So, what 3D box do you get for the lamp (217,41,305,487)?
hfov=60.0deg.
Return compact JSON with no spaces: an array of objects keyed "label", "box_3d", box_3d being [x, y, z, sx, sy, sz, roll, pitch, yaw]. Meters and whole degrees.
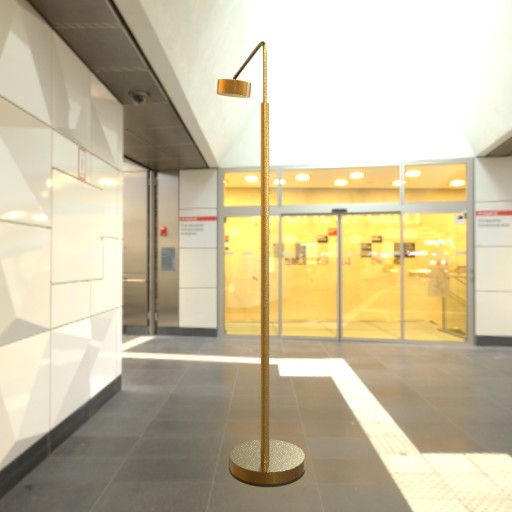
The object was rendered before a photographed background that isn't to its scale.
[{"label":"lamp","box_3d":[0.000,0.000,1.383,0.219,1.230,0.418,0,-1,-19]}]
